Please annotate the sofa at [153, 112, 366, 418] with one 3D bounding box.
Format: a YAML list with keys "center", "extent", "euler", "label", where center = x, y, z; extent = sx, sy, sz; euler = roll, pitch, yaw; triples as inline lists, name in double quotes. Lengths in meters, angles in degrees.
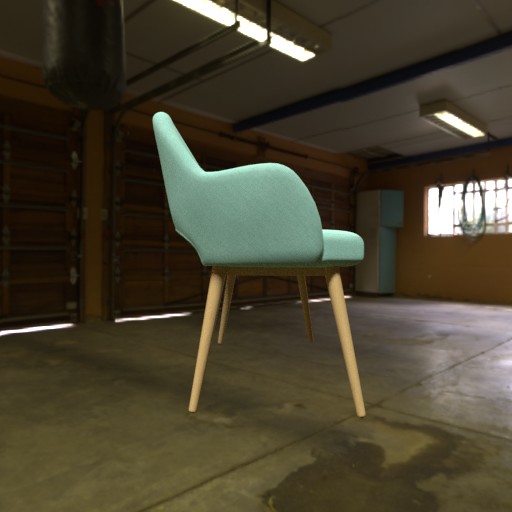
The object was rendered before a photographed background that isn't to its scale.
- center: [0.000, 0.000, 1.657]
  extent: [0.610, 0.840, 1.150]
  euler: [0, 0, 0]
  label: "sofa"
